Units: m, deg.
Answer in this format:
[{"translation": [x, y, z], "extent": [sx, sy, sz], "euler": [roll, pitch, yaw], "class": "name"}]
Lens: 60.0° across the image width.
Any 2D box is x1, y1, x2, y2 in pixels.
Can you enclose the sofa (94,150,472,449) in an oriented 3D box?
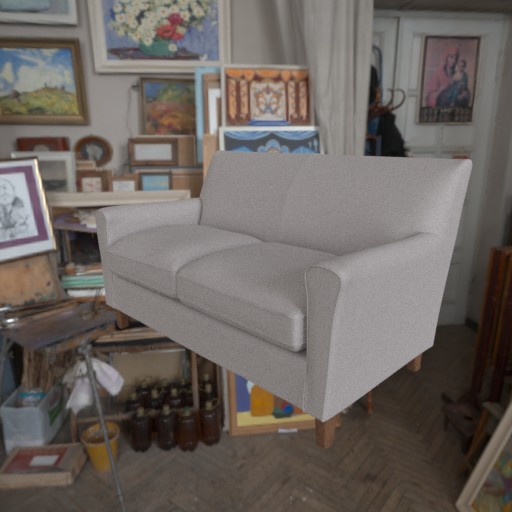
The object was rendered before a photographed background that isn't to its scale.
[{"translation": [0.000, 0.000, 2.017], "extent": [0.888, 0.890, 1.482], "euler": [-15, 21, -43], "class": "sofa"}]
